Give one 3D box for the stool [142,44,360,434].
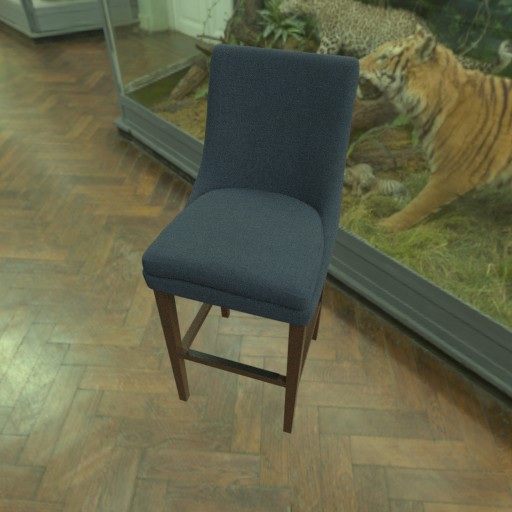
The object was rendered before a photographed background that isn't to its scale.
[{"bbox_3d":[0.000,0.000,1.386,0.470,1.078,0.577,12,43,13],"label":"stool"}]
